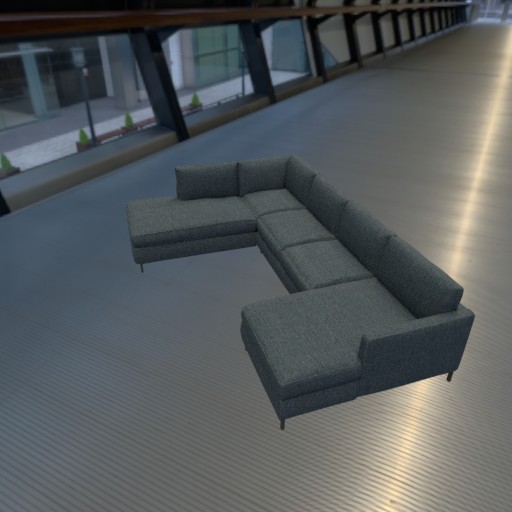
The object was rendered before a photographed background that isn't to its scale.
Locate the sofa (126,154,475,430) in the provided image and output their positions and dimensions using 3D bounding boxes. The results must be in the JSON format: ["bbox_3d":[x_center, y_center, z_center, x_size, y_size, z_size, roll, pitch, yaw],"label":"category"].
[{"bbox_3d":[0.000,0.000,3.554,1.879,0.753,2.737,-9,32,-15],"label":"sofa"}]
